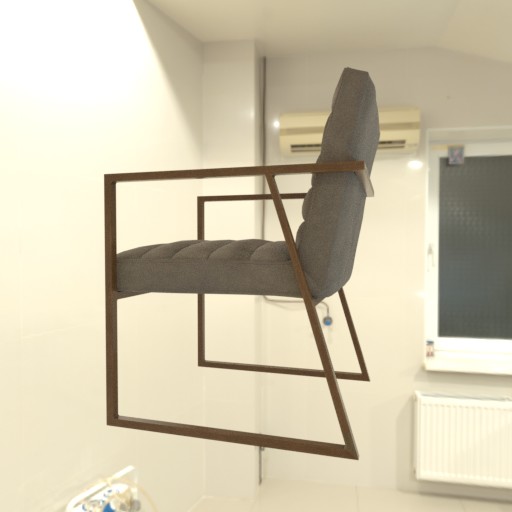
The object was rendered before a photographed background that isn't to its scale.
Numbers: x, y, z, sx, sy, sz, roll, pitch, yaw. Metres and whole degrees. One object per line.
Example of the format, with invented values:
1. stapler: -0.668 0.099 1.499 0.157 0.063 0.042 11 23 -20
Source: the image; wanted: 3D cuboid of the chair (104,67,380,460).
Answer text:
1. chair: 0.000 0.000 1.291 0.682 0.843 0.578 1 2 17
